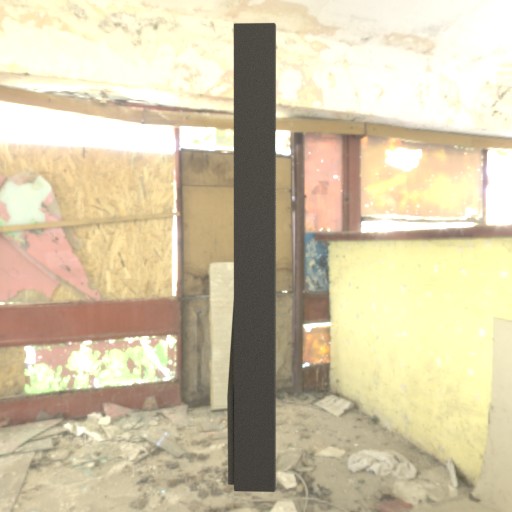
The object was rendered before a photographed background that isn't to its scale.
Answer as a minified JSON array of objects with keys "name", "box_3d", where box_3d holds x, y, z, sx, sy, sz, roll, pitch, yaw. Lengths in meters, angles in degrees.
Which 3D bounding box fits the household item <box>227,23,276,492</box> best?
[{"name":"household item","box_3d":[0.000,0.000,0.234,0.022,0.178,0.133,0,1,2]}]
